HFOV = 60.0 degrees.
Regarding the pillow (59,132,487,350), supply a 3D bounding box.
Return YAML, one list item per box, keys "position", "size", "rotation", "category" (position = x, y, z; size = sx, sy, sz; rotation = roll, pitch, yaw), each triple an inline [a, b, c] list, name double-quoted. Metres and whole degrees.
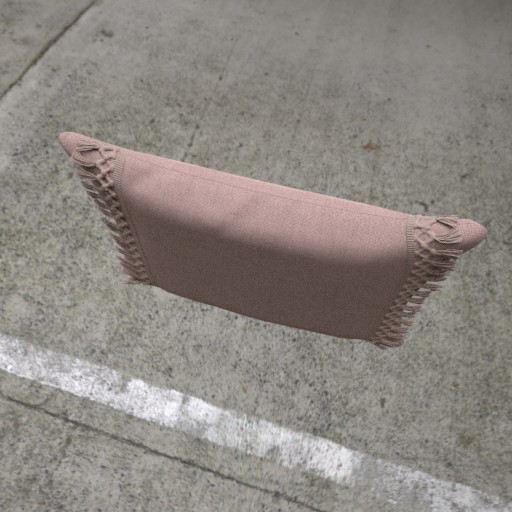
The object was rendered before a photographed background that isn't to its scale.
- position: [0.000, 0.000, 0.583]
  size: [0.466, 0.305, 0.084]
  rotation: [14, 58, 9]
  category: "pillow"
